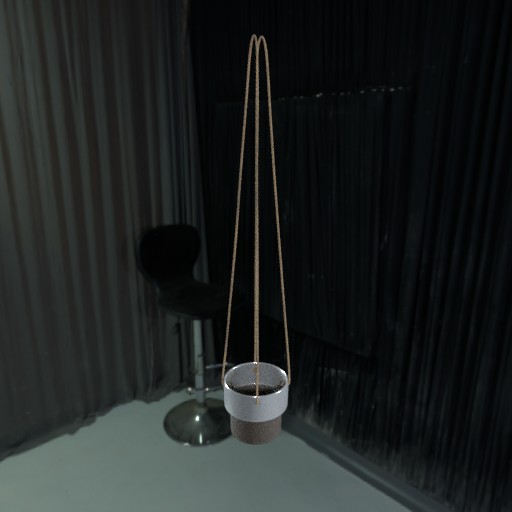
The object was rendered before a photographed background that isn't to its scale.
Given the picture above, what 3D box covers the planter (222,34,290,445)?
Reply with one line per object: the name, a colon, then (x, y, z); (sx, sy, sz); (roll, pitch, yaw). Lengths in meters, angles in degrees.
planter: (0.000, 0.000, 1.182); (0.187, 1.073, 0.187); (15, 22, 42)
